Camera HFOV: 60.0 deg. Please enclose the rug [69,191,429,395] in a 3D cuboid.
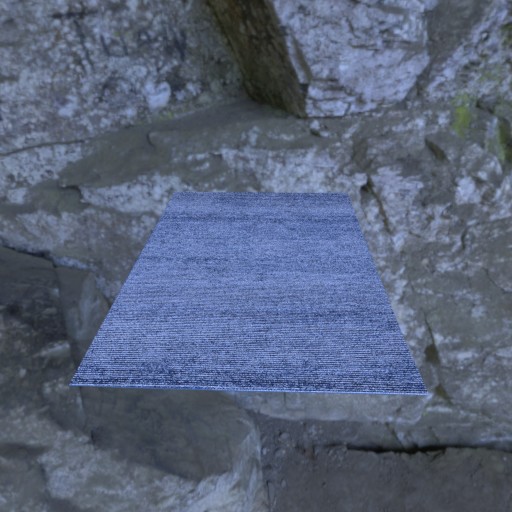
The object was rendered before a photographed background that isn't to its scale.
[{"bbox_3d":[0.000,0.000,2.144,1.135,0.010,1.740,1,29,2],"label":"rug"}]
